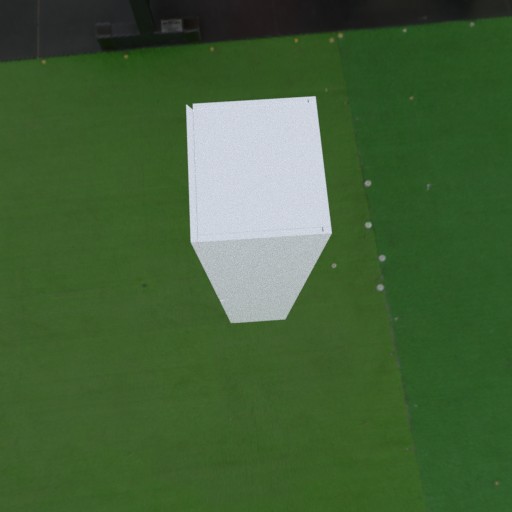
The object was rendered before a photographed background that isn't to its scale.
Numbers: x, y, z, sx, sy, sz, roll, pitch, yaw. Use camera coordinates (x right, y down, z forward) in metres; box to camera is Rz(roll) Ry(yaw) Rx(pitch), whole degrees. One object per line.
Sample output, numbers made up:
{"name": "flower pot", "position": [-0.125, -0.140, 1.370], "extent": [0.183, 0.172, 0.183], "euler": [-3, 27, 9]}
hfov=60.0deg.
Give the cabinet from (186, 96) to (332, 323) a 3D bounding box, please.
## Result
{"name": "cabinet", "position": [0.000, 0.000, 1.560], "extent": [0.270, 1.400, 0.300], "euler": [-4, 75, -1]}
